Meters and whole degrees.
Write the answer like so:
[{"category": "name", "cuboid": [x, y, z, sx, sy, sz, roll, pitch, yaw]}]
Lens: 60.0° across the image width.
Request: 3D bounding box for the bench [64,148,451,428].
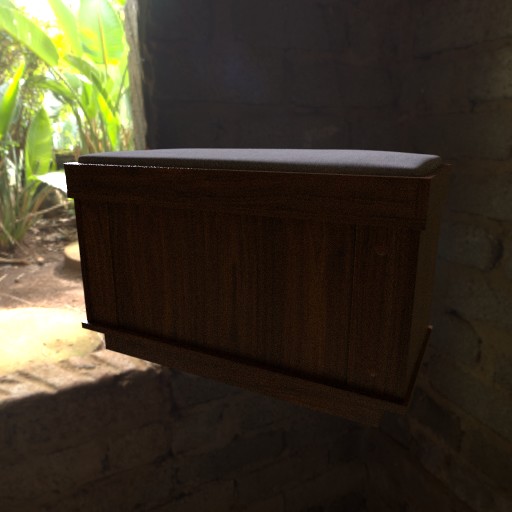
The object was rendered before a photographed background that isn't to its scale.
[{"category": "bench", "cuboid": [0.000, 0.000, 0.987, 0.734, 0.461, 0.362, 8, 17, 26]}]
